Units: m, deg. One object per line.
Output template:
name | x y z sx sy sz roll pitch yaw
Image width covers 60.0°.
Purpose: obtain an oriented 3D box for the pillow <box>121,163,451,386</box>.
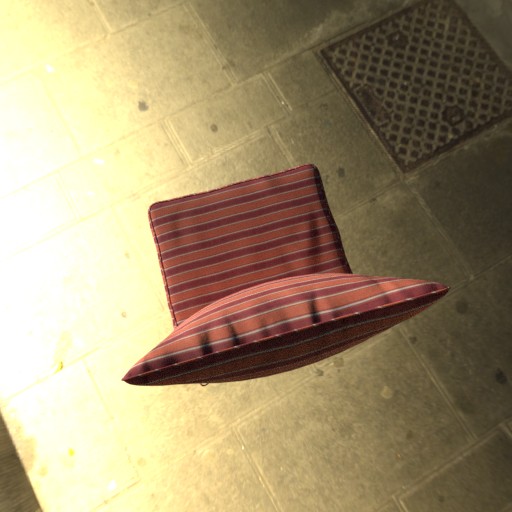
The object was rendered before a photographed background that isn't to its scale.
pillow | 0.000 0.000 1.419 0.799 0.723 0.733 -15 77 -4
